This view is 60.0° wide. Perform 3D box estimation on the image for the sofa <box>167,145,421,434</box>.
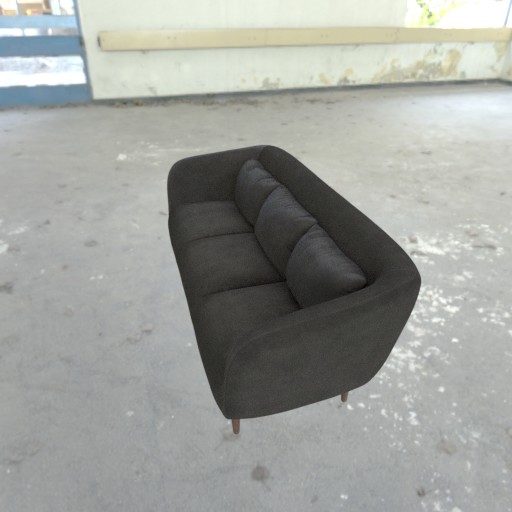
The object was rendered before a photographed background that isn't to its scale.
[{"bbox_3d":[0.000,0.000,2.808,0.956,0.875,2.296,-8,30,-14],"label":"sofa"}]
